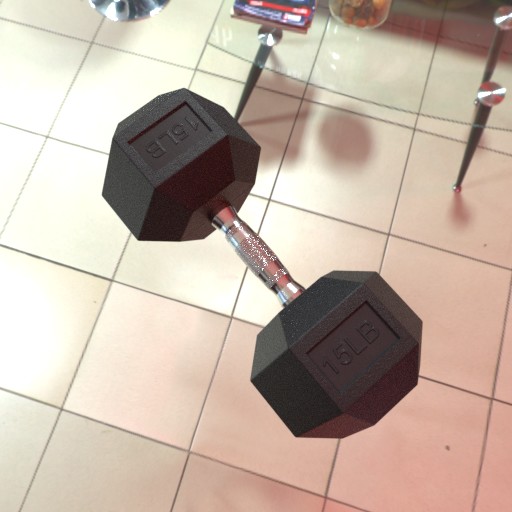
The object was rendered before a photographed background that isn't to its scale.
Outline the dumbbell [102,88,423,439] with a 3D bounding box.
[{"bbox_3d":[0.000,0.000,0.332,0.122,0.106,0.271,-39,78,-10],"label":"dumbbell"}]
